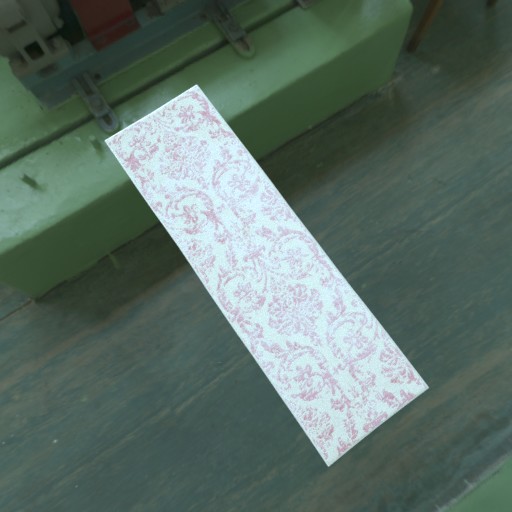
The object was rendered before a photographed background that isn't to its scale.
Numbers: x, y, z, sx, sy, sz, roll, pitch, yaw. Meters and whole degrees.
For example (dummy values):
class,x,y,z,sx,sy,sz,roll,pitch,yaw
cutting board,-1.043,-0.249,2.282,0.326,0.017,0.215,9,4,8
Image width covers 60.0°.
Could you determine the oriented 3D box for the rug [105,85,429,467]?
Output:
class,x,y,z,sx,sy,sz,roll,pitch,yaw
rug,0.000,0.000,2.474,0.662,0.011,2.196,-34,79,-8
